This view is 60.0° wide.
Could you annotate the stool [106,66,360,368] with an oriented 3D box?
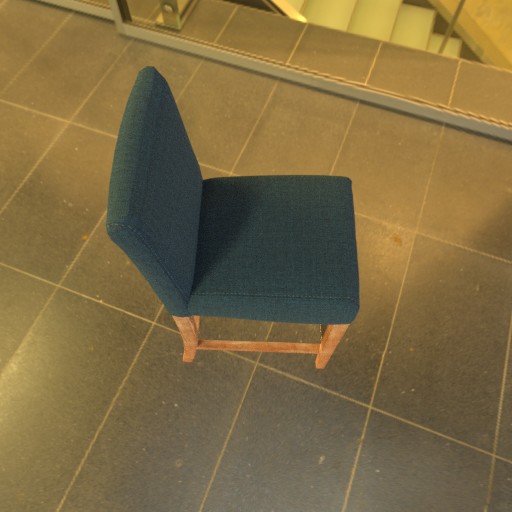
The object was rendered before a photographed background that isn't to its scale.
[{"bbox_3d":[0.000,0.000,1.347,0.567,1.039,0.454,1,63,1],"label":"stool"}]
